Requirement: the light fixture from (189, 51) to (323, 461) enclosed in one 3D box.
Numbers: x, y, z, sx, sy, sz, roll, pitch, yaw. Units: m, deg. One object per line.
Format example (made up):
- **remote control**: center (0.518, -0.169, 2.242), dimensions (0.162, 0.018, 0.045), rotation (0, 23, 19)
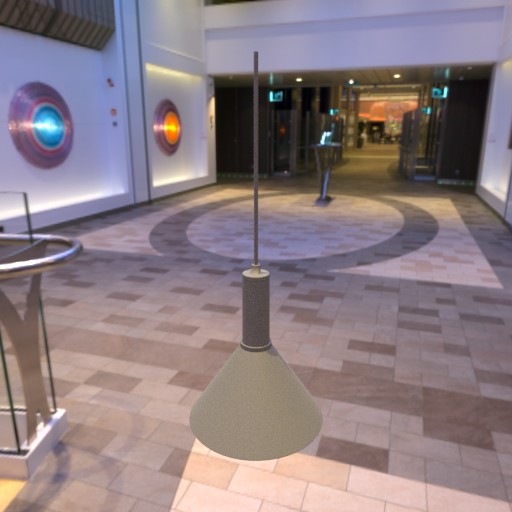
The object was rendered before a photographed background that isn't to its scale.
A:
- **light fixture**: center (0.000, 0.000, 0.806), dimensions (0.267, 0.683, 0.267), rotation (-8, 18, -26)
